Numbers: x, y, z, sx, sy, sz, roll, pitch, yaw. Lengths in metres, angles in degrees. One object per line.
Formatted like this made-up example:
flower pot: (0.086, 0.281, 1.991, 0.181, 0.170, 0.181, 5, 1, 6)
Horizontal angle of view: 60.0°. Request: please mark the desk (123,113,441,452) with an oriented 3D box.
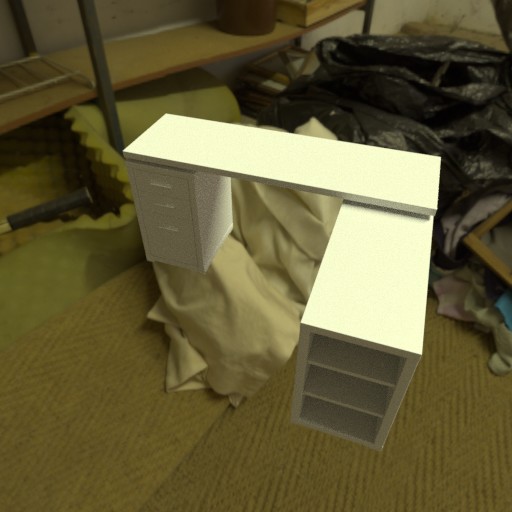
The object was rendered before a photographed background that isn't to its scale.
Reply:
desk: (0.000, 0.000, 2.216, 1.524, 0.753, 1.200, 13, 44, 14)
